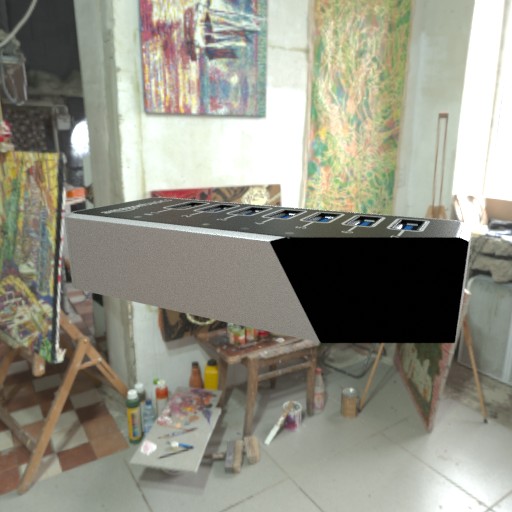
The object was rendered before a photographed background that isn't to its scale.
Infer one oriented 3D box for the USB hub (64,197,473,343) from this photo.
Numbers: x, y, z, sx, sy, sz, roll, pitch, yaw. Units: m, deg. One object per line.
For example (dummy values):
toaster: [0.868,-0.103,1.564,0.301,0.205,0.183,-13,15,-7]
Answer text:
USB hub: [0.000,0.000,0.128,0.110,0.023,0.044,8,17,27]
